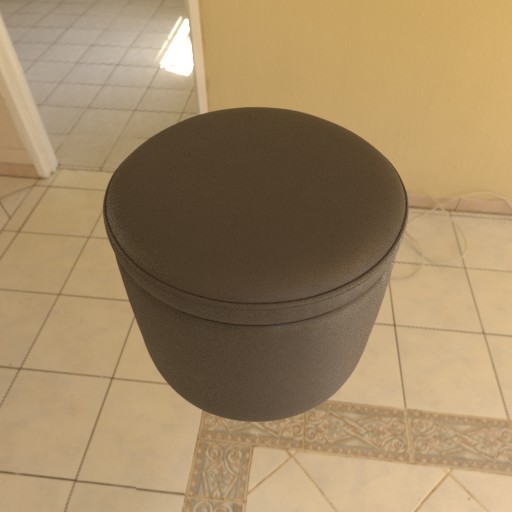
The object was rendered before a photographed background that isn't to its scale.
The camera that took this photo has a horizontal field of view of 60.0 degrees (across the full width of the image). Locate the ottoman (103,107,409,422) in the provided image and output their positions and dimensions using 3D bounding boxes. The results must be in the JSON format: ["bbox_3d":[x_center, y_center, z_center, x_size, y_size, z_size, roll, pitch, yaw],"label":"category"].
[{"bbox_3d":[0.000,0.000,0.860,0.500,0.409,0.500,0,47,0],"label":"ottoman"}]
